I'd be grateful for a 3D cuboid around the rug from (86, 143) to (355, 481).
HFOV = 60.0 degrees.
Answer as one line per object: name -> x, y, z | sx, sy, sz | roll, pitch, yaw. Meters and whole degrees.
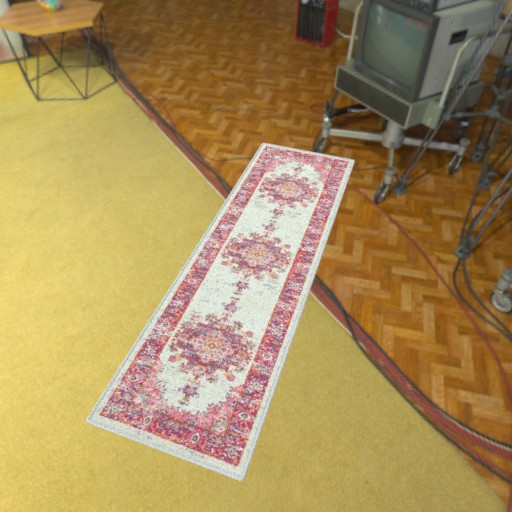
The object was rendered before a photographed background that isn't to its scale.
rug -> 0.000, 0.000, 2.005 | 0.562, 0.009, 1.824 | 14, 47, 13
